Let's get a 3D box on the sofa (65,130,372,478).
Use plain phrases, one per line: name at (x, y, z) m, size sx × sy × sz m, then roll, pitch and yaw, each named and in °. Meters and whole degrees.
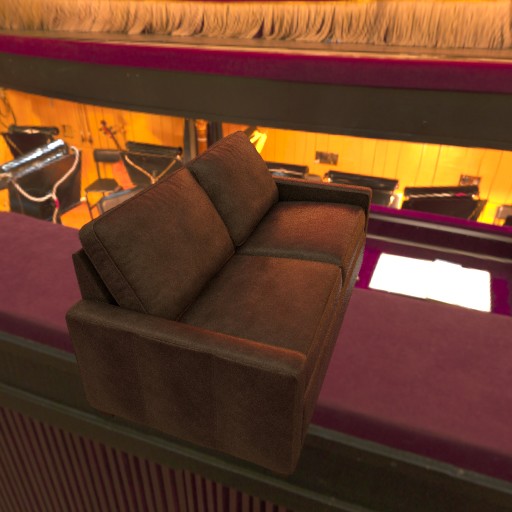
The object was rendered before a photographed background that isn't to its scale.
sofa at (0.000, 0.000, 2.289) m, size 0.939 × 0.916 × 1.732 m, roll 11°, pitch 32°, yaw 18°
